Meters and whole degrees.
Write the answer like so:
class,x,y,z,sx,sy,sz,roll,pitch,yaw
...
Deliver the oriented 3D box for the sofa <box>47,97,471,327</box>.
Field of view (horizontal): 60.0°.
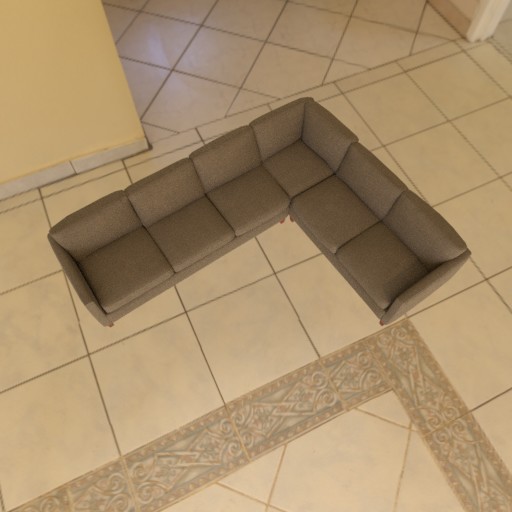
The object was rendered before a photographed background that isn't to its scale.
class,x,y,z,sx,sy,sz,roll,pitch,yaw
sofa,0.000,0.000,4.483,3.302,0.947,2.593,-32,67,-15
